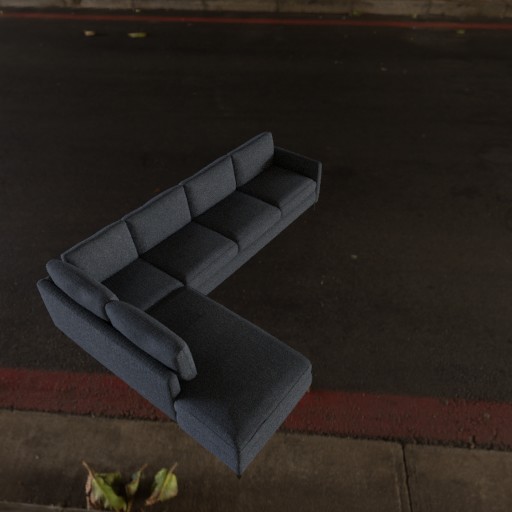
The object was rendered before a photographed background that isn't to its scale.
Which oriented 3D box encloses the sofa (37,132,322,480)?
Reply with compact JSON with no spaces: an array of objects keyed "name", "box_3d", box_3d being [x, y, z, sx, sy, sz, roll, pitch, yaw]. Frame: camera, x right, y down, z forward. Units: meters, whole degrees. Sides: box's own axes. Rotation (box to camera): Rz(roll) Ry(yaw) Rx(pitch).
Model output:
[{"name":"sofa","box_3d":[0.000,0.000,3.886,2.007,0.815,2.949,27,48,27]}]
